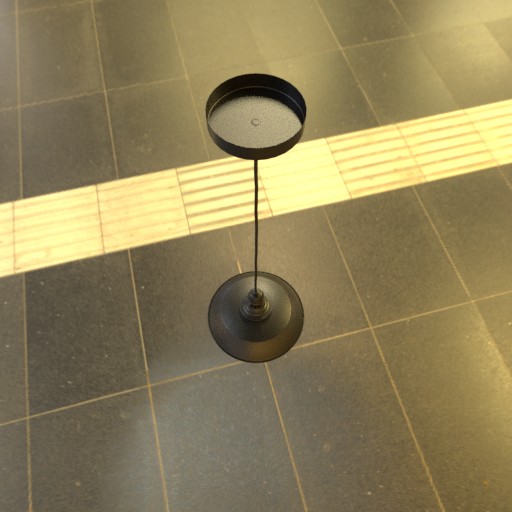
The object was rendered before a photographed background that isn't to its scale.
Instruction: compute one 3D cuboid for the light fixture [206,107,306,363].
[{"bbox_3d":[0.000,0.000,1.125,0.331,0.993,0.331,-31,67,-15],"label":"light fixture"}]
